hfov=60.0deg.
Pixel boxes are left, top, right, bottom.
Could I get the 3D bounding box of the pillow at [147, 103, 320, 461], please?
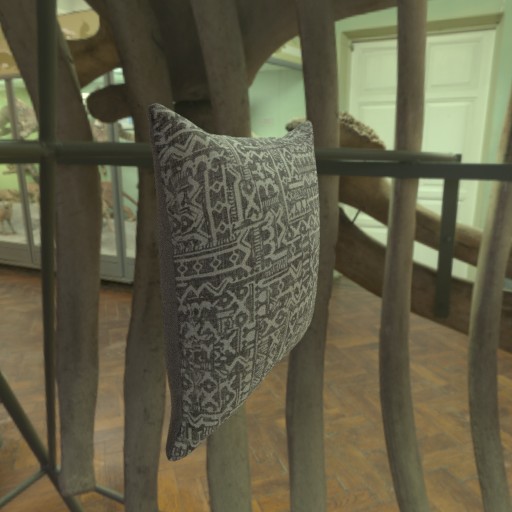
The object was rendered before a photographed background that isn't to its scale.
[{"bbox_3d":[0.000,0.000,0.798,0.180,0.487,0.546,7,16,25],"label":"pillow"}]
